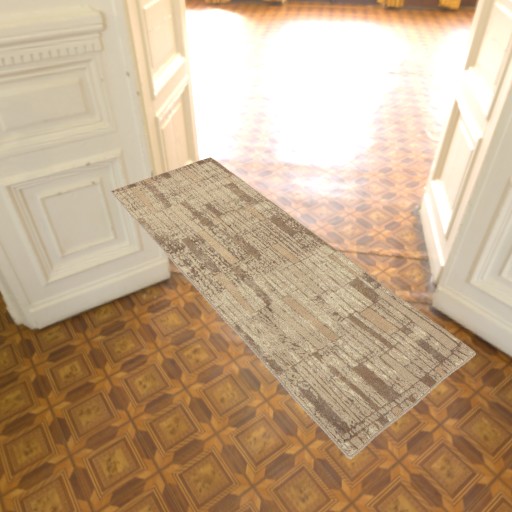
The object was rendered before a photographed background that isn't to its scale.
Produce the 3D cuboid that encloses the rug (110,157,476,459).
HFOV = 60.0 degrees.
[{"bbox_3d":[0.000,0.000,2.639,0.857,0.018,2.383,-26,47,-27],"label":"rug"}]
